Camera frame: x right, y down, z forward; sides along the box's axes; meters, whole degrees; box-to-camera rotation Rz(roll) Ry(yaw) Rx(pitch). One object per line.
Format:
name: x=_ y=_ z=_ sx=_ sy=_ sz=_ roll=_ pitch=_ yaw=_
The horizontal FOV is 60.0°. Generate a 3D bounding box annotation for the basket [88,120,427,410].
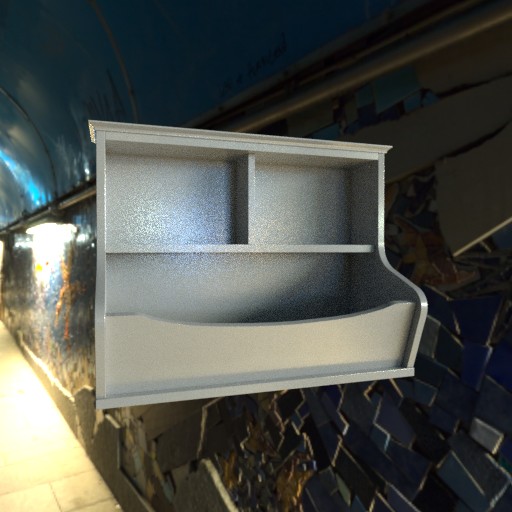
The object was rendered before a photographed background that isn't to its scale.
basket: x=0.000 y=0.000 z=1.108 sx=0.780 sy=0.600 sz=0.350 roll=0 pitch=1 yaw=-18
